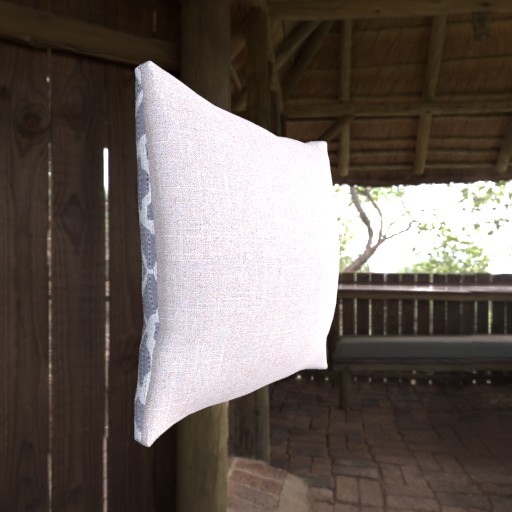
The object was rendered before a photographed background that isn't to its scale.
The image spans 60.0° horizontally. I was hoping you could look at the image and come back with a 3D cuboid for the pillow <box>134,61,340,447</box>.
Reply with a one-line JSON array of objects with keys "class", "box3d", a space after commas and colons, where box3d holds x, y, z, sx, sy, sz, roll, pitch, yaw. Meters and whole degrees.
[{"class": "pillow", "box3d": [0.000, 0.000, 0.772, 0.215, 0.498, 0.508, 0, 0, 35]}]
